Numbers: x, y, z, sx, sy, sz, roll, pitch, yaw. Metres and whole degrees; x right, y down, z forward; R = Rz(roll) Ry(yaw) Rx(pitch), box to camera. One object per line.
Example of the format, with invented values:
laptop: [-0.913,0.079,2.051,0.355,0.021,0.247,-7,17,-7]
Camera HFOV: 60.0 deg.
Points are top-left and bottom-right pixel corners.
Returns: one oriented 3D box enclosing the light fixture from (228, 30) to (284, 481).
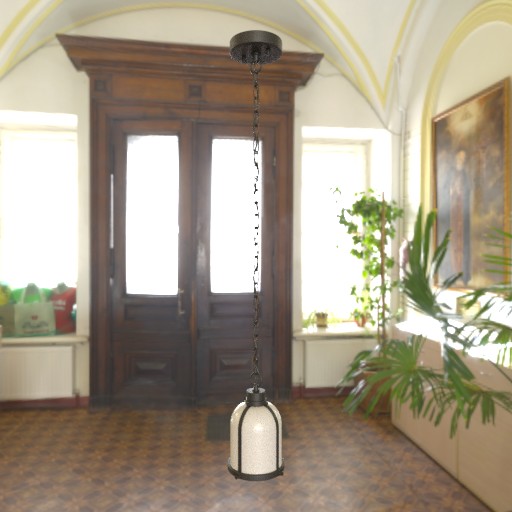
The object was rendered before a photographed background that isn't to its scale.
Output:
light fixture: [0.000,0.000,1.235,0.178,1.181,0.178,0,1,36]
